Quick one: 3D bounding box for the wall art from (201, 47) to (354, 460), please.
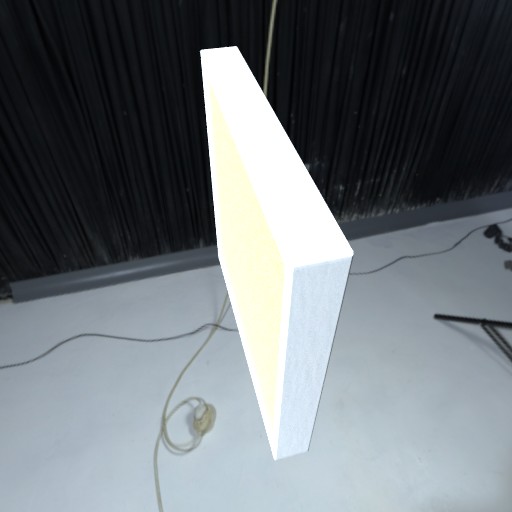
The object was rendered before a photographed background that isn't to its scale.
[{"bbox_3d":[0.000,0.000,0.460,0.038,0.305,0.305,-11,47,-10],"label":"wall art"}]
